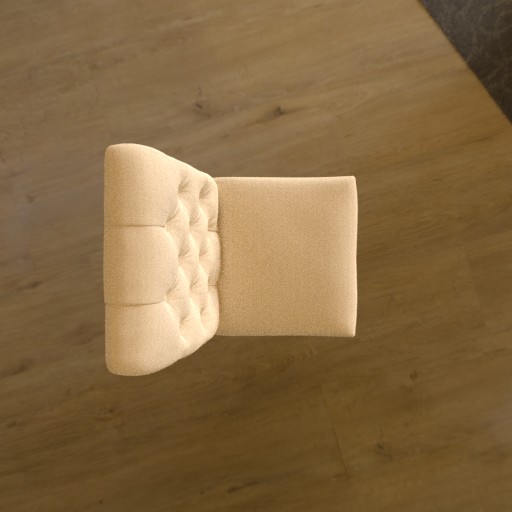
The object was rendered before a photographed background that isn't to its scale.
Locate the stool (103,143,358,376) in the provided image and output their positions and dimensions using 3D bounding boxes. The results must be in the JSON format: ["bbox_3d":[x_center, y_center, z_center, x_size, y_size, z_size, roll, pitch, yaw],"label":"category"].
[{"bbox_3d":[0.000,0.000,1.426,0.610,1.118,0.482,0,91,1],"label":"stool"}]
